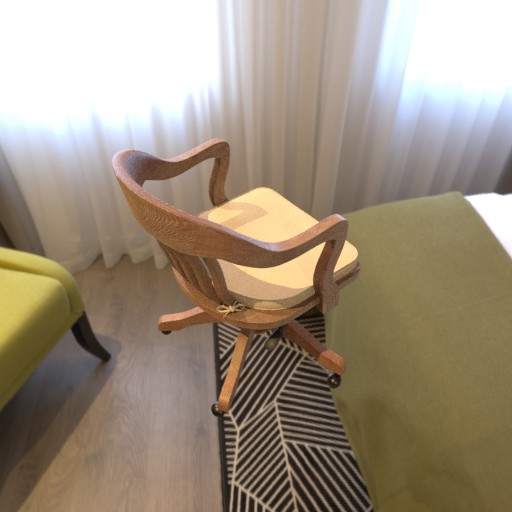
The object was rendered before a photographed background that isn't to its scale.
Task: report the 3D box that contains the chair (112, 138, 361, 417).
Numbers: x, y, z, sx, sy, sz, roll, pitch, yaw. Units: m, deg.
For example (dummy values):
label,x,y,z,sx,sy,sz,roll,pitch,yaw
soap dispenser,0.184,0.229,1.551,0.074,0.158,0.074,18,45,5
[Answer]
label,x,y,z,sx,sy,sz,roll,pitch,yaw
chair,0.000,0.000,1.513,0.788,0.878,0.750,-27,48,-27
